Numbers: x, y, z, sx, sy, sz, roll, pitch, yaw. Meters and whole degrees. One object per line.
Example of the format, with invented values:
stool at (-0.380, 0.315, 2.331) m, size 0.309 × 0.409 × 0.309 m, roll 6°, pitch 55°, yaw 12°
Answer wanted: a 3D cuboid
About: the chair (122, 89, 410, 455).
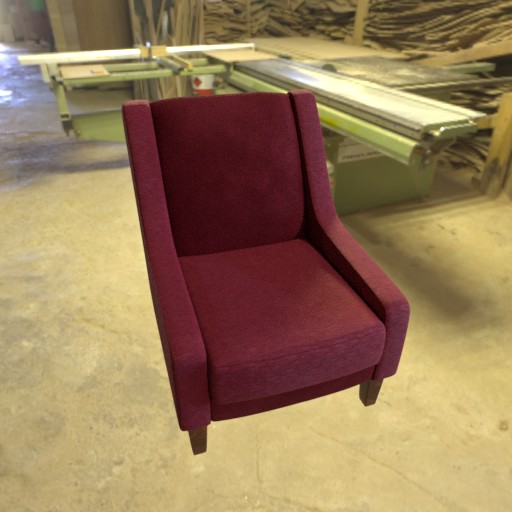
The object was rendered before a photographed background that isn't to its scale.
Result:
chair at (0.000, 0.000, 1.673) m, size 0.793 × 1.017 × 0.985 m, roll -10°, pitch 32°, yaw -16°
